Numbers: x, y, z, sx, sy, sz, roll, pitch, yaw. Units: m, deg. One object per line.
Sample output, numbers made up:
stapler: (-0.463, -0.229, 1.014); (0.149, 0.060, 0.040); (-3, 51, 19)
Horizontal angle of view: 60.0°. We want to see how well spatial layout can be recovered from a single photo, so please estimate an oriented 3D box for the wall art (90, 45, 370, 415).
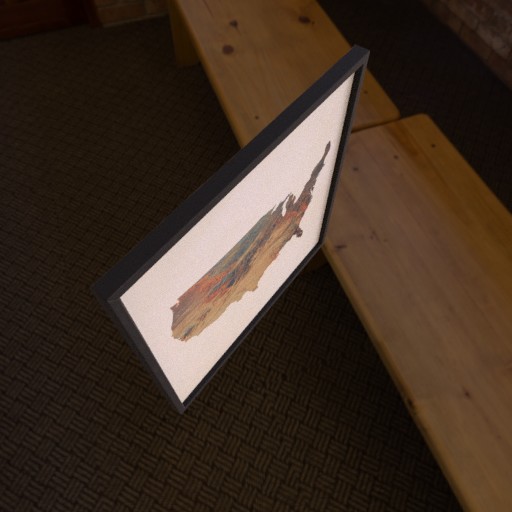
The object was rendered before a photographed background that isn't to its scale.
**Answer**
wall art: (0.000, 0.000, 0.452); (0.015, 0.303, 0.304); (33, 64, 19)
